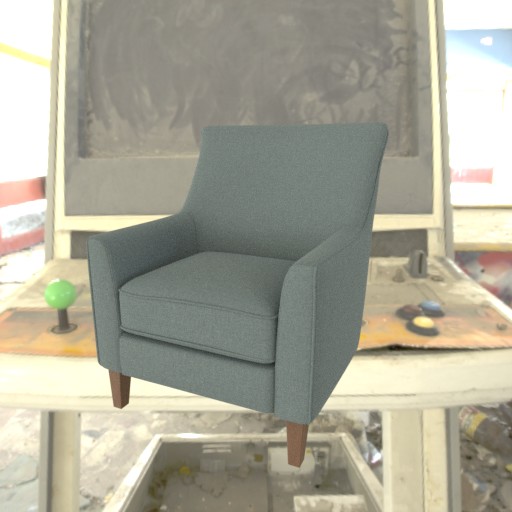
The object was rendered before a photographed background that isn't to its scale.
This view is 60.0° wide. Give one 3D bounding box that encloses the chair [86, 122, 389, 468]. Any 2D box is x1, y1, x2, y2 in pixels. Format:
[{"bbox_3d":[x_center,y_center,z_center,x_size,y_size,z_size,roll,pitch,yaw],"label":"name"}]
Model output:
[{"bbox_3d":[0.000,0.000,1.564,0.756,0.916,0.879,7,16,25],"label":"chair"}]
